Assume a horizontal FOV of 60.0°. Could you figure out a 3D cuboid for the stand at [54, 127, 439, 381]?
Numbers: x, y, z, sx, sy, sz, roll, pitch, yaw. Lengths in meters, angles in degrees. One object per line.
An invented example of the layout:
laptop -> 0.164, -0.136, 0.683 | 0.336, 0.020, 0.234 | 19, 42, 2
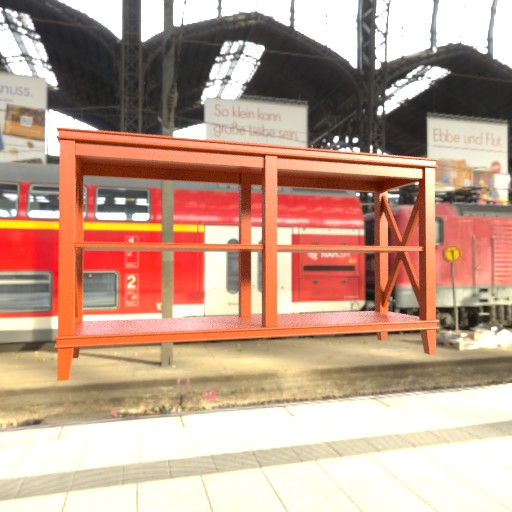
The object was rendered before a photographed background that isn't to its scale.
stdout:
stand -> 0.000, 0.000, 1.704 | 1.372, 0.762, 0.381 | 0, -1, -17
